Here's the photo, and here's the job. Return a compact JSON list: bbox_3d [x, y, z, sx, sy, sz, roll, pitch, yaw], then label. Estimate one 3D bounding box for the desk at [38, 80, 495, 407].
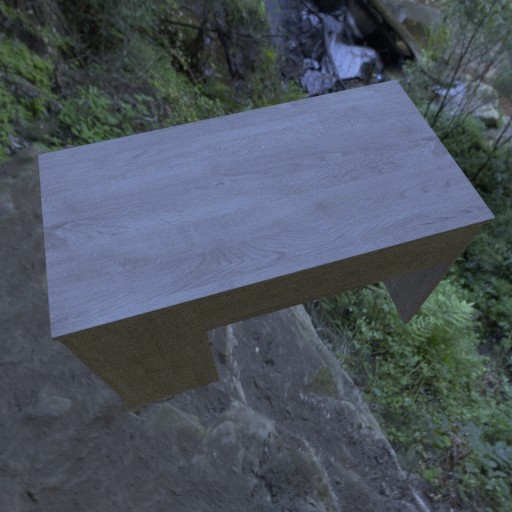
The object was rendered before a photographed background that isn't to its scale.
[{"bbox_3d":[0.000,0.000,1.492,1.097,0.735,0.560,-15,60,-9],"label":"desk"}]
